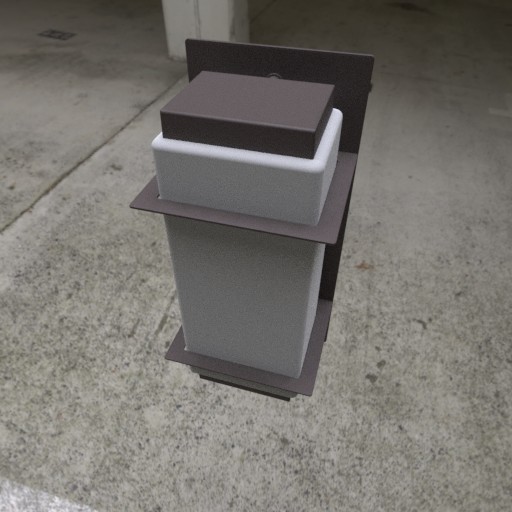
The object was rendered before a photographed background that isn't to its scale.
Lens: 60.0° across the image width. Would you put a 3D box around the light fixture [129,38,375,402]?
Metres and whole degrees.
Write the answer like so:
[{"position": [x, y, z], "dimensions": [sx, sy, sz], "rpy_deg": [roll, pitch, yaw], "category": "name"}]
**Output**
[{"position": [0.000, 0.000, 0.424], "dimensions": [0.153, 0.347, 0.146], "rpy_deg": [11, 43, 12], "category": "light fixture"}]
